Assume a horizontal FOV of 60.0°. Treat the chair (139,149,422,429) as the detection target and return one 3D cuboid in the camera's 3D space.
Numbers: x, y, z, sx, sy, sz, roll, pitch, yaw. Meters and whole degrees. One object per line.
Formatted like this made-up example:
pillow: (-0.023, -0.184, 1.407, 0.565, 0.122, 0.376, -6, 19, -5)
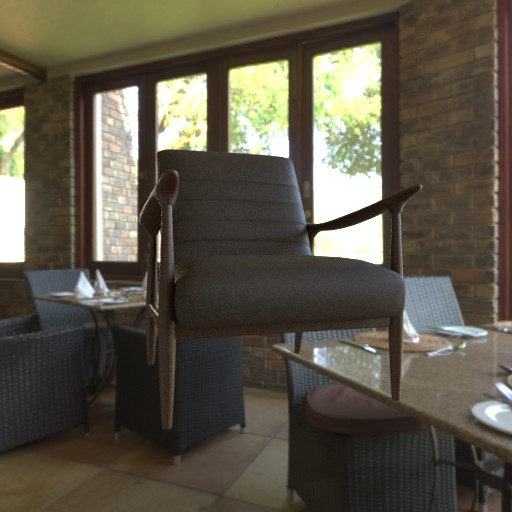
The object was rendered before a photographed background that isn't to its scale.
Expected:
chair: (0.000, 0.000, 1.457, 0.741, 0.831, 0.798, 0, 0, -19)
